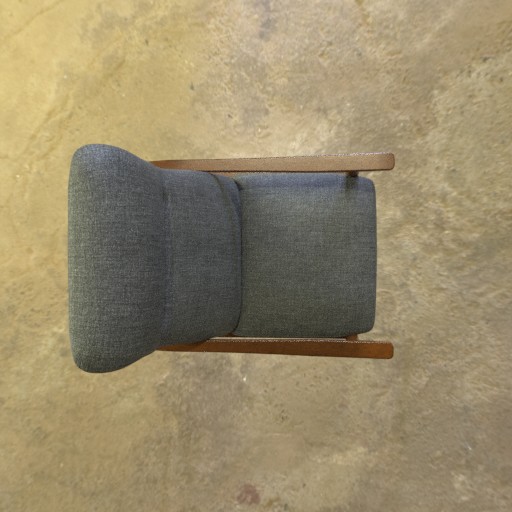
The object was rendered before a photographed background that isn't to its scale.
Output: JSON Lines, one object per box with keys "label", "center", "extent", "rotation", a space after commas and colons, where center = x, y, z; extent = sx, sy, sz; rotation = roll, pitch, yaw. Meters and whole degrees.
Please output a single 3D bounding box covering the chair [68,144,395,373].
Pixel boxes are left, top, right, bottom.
{"label": "chair", "center": [0.000, 0.000, 1.738], "extent": [1.030, 1.082, 0.762], "rotation": [0, 91, 2]}
